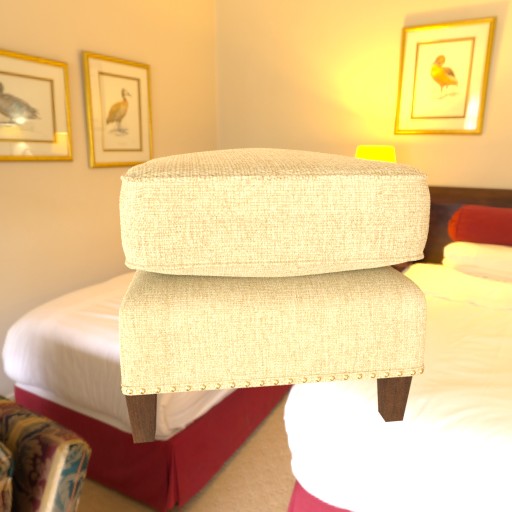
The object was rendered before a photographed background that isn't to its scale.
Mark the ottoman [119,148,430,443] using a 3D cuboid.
[{"bbox_3d":[0.000,0.000,1.133,0.589,0.537,0.738,-2,14,-7],"label":"ottoman"}]
